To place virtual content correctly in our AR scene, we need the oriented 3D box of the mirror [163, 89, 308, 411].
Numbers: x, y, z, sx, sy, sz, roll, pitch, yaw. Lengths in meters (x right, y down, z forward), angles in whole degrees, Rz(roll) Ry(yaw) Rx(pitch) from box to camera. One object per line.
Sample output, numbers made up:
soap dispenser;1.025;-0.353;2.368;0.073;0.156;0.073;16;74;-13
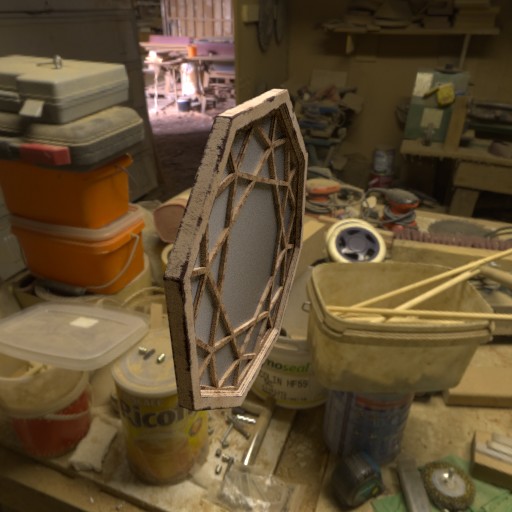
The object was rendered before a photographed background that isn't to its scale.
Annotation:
mirror;0.000;0.000;0.964;0.031;0.648;0.648;11;32;19
